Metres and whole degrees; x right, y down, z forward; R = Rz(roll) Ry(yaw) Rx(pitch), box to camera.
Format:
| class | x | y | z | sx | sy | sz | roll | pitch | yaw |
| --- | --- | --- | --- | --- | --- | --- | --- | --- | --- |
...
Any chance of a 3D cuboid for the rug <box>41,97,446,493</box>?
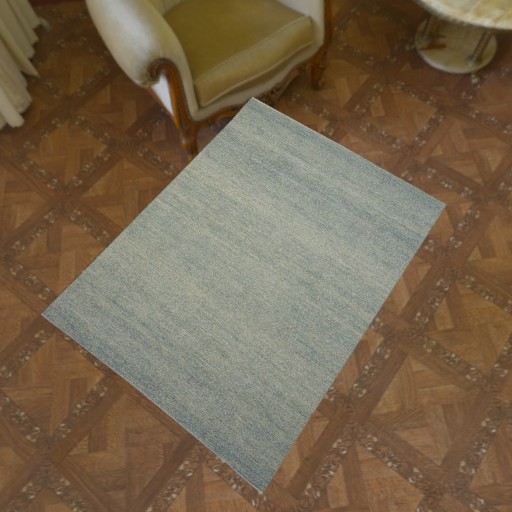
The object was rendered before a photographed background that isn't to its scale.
| class | x | y | z | sx | sy | sz | roll | pitch | yaw |
| --- | --- | --- | --- | --- | --- | --- | --- | --- | --- |
| rug | 0.000 | 0.000 | 4.255 | 2.461 | 0.046 | 3.237 | 34 | 69 | 15 |
